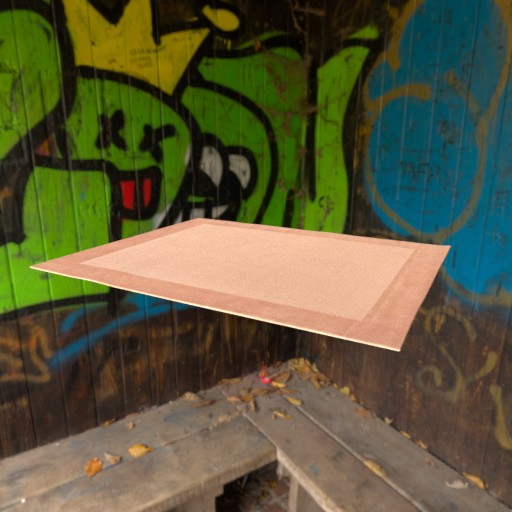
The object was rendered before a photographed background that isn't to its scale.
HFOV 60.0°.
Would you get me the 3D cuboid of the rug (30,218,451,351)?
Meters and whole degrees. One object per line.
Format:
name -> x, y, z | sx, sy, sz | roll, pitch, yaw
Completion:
rug -> 0.000, 0.000, 4.056 | 3.057, 0.021, 2.431 | 9, 18, 28
